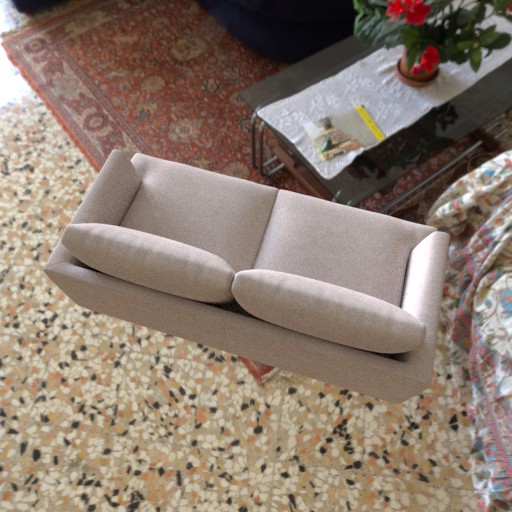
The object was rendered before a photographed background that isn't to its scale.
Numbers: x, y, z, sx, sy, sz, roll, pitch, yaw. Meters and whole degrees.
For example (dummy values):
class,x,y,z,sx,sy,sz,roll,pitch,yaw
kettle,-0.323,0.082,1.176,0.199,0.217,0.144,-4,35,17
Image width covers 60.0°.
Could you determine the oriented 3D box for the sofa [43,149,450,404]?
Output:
class,x,y,z,sx,sy,sz,roll,pitch,yaw
sofa,0.000,0.000,2.495,1.948,0.868,1.020,15,64,8
